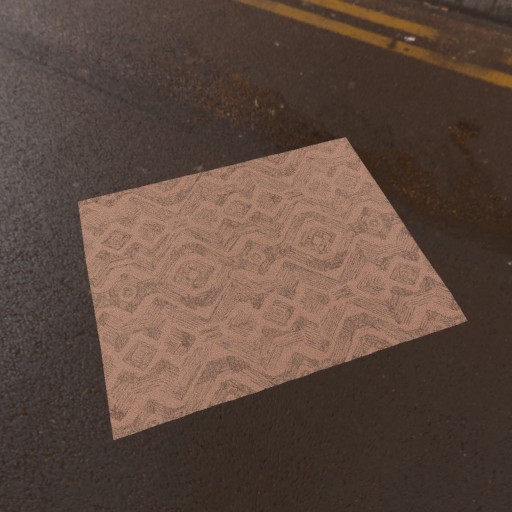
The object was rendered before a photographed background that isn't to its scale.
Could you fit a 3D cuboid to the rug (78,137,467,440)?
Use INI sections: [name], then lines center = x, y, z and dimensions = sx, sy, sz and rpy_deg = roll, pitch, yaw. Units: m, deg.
[rug]
center = 0.000, 0.000, 4.187
dimensions = 3.054, 0.030, 2.430
rpy_deg = -16, 58, -10
